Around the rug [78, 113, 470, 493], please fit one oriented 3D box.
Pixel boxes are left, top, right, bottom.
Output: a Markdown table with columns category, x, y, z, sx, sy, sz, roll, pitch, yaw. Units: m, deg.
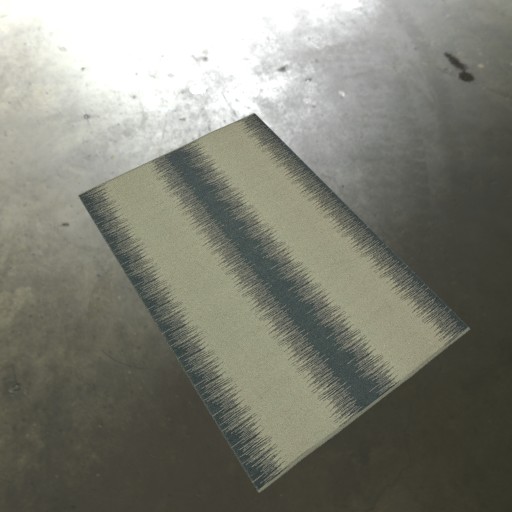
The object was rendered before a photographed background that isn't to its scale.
| category | x | y | z | sx | sy | sz | roll | pitch | yaw |
| --- | --- | --- | --- | --- | --- | --- | --- | --- | --- |
| rug | 0.000 | 0.000 | 2.343 | 1.234 | 0.006 | 1.854 | -30 | 63 | -17 |
